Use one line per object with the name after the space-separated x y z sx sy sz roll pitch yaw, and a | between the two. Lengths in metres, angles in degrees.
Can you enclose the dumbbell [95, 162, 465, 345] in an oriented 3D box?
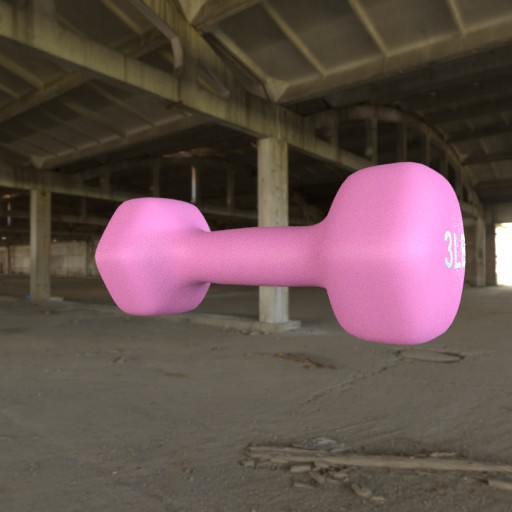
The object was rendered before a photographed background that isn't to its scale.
0.000 0.000 0.187 0.159 0.058 0.064 -1 -1 38 | dumbbell
